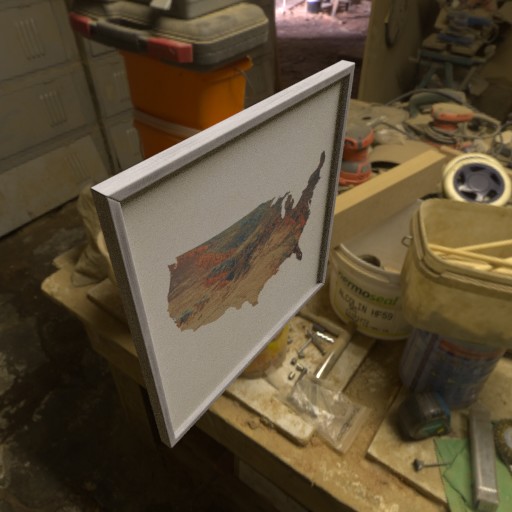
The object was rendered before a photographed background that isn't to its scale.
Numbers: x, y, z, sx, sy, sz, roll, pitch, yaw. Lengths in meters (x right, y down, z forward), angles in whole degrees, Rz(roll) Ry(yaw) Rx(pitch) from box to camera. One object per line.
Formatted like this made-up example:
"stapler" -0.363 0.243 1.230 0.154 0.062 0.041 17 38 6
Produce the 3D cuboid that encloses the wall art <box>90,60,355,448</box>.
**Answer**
"wall art" 0.000 0.000 0.447 0.015 0.303 0.303 26 47 28
